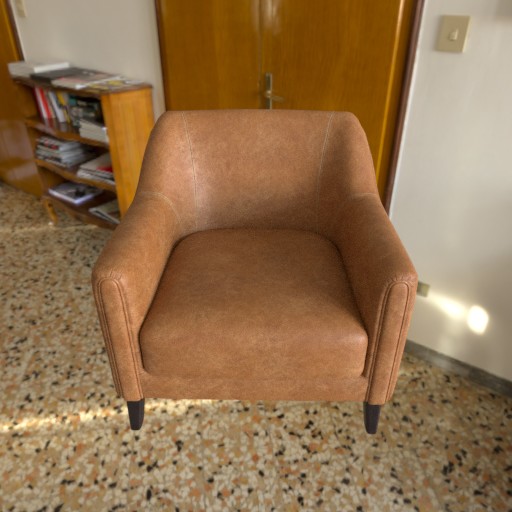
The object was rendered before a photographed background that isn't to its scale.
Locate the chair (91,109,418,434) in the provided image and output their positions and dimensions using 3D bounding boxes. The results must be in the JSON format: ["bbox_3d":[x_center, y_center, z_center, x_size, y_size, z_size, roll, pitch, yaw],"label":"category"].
[{"bbox_3d":[0.000,0.000,1.834,1.037,0.980,1.034,1,31,1],"label":"chair"}]
